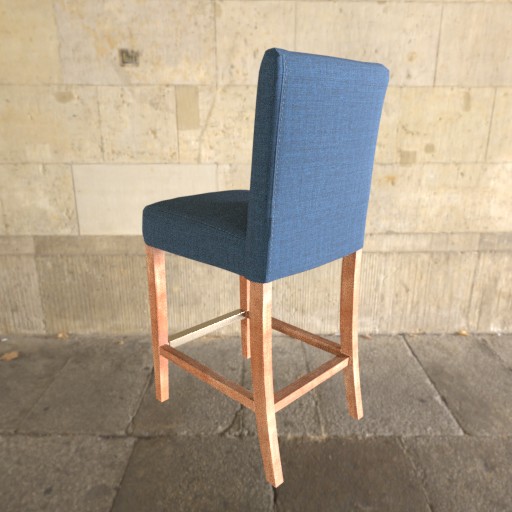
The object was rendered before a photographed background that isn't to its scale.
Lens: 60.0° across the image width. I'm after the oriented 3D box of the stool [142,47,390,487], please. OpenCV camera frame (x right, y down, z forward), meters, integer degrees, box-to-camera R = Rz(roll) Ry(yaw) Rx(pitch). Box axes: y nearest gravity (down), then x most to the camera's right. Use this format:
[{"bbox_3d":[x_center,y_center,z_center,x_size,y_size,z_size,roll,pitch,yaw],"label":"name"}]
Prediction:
[{"bbox_3d":[0.000,0.000,1.308,0.454,1.039,0.567,-16,24,-42],"label":"stool"}]
